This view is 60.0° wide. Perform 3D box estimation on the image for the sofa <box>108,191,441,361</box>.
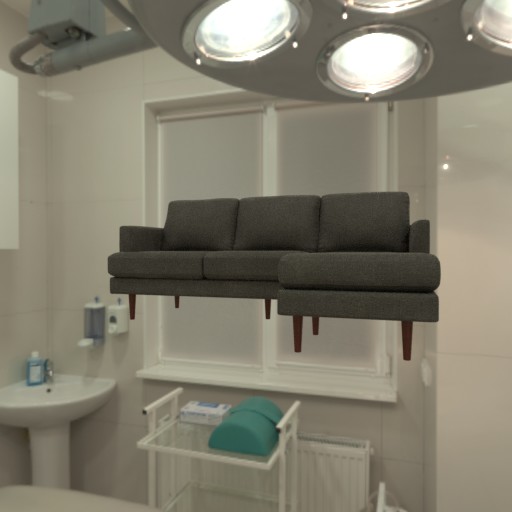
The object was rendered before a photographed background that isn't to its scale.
[{"bbox_3d":[0.000,0.000,3.029,2.233,0.956,1.504,0,1,18],"label":"sofa"}]
